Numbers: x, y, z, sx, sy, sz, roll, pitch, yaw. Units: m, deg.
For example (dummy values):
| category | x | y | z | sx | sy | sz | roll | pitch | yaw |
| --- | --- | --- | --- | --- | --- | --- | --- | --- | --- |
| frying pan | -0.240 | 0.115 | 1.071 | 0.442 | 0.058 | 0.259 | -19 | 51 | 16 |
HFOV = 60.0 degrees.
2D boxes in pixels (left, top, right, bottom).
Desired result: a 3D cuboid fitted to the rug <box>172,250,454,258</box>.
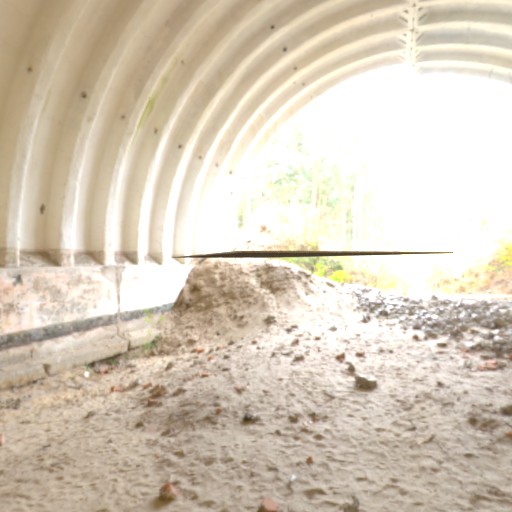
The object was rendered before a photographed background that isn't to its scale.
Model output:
| category | x | y | z | sx | sy | sz | roll | pitch | yaw |
| --- | --- | --- | --- | --- | --- | --- | --- | --- | --- |
| rug | 0.000 | 0.000 | 2.639 | 0.783 | 0.006 | 2.438 | 0 | -1 | -16 |
